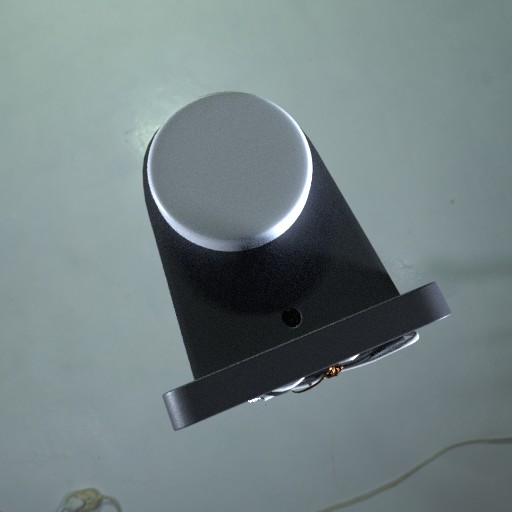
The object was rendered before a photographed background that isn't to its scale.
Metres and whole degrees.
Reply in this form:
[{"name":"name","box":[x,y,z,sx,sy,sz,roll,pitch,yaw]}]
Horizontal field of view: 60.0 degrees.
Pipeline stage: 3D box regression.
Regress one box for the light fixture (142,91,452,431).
[{"name":"light fixture","box":[0.000,0.000,0.215,0.109,0.109,0.132,-21,77,-5]}]
